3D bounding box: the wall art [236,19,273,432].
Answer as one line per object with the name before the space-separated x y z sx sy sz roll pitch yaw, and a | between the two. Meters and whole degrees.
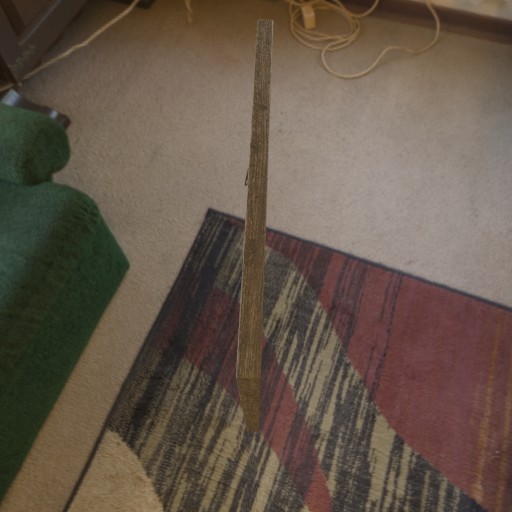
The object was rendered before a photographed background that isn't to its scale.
wall art | 0.000 0.000 0.681 0.027 0.459 0.462 2 63 1
